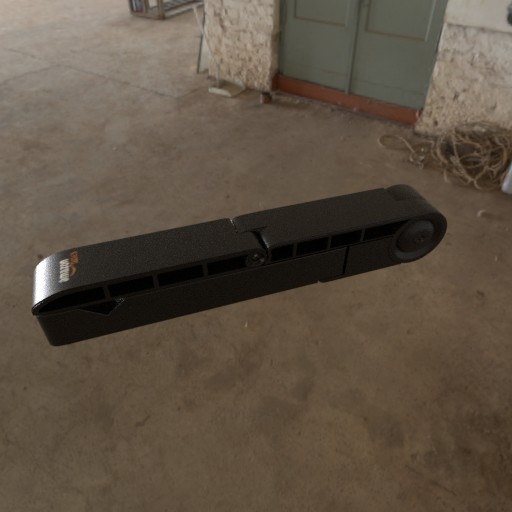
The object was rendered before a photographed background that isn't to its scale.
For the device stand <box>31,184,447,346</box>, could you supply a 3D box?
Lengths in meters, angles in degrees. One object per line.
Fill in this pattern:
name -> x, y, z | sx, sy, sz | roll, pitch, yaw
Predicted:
device stand -> 0.000, 0.000, 0.194 | 0.179, 0.030, 0.026 | -13, 43, -14
